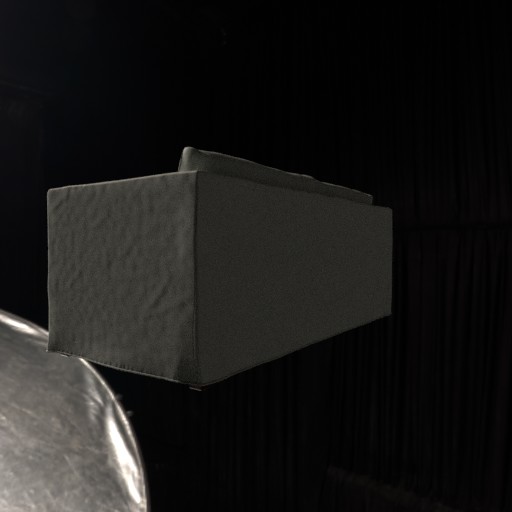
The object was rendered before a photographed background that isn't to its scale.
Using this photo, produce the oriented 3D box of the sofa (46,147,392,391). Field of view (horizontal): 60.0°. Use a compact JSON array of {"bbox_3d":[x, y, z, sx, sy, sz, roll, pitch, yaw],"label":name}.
[{"bbox_3d":[0.000,0.000,2.506,0.940,0.870,1.987,1,2,35],"label":"sofa"}]
